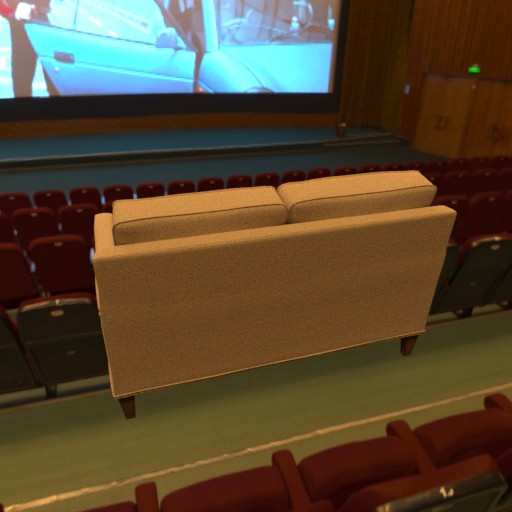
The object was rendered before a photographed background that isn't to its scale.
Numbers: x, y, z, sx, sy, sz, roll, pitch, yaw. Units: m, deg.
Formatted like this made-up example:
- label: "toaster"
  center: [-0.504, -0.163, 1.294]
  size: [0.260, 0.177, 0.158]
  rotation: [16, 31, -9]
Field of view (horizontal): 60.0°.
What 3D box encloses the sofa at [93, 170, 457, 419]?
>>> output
- label: "sofa"
  center: [0.000, 0.000, 2.320]
  size: [1.597, 1.003, 1.084]
  rotation: [-8, 28, -16]
